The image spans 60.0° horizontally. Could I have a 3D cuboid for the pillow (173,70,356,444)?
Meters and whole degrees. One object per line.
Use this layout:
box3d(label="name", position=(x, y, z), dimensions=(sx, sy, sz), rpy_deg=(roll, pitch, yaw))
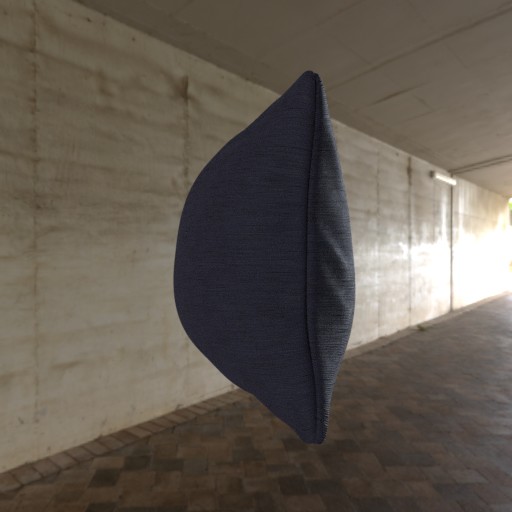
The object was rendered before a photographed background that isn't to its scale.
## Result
box3d(label="pillow", position=(0.000, 0.000, 0.684), dimensions=(0.246, 0.414, 0.432), rpy_deg=(0, 1, -18))
